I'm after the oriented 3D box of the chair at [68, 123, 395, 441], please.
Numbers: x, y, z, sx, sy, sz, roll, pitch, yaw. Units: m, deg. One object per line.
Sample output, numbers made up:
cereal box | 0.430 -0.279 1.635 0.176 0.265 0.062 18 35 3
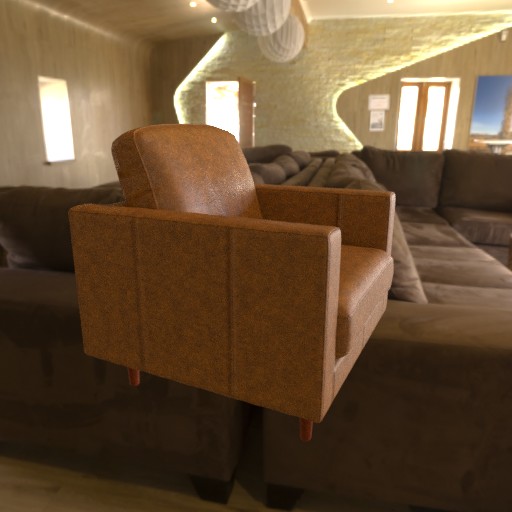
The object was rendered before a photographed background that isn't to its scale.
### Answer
chair | 0.000 0.000 1.660 0.909 0.956 0.890 8 17 26
